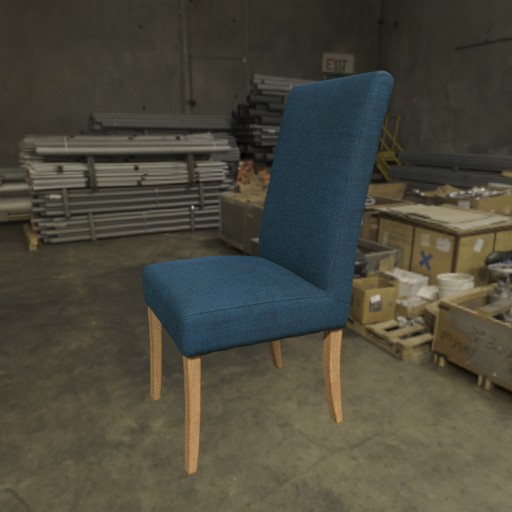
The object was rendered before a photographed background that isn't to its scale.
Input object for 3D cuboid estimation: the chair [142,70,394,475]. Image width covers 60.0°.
[{"bbox_3d":[0.000,0.000,1.342,0.610,1.029,0.450,-7,17,-26],"label":"chair"}]
